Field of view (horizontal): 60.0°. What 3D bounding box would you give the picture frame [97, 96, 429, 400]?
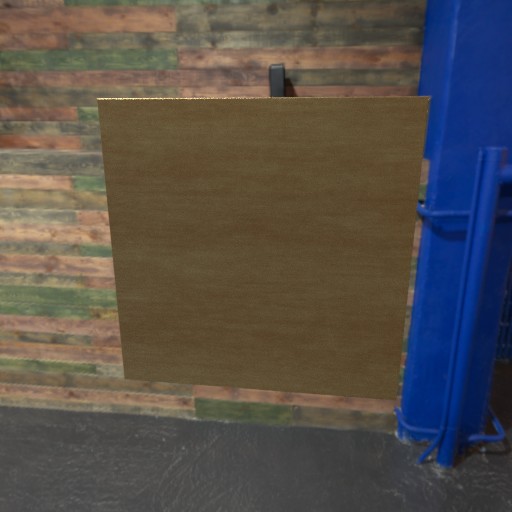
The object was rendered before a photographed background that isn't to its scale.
[{"bbox_3d":[0.000,0.000,1.132,0.758,0.761,0.037,2,17,7],"label":"picture frame"}]
